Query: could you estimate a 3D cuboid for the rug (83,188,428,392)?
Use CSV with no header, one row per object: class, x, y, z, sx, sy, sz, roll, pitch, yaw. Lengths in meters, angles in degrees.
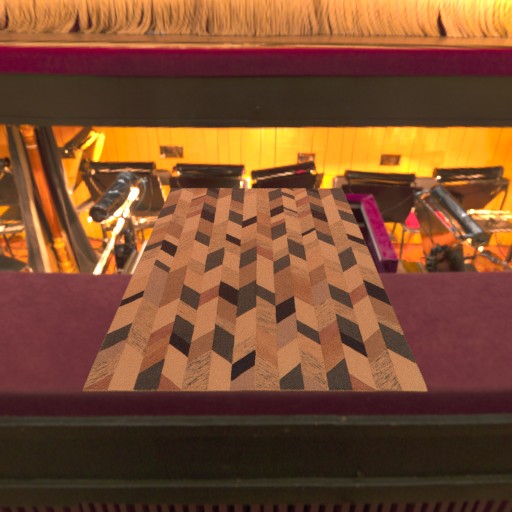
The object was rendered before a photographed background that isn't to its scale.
rug,0.000,0.000,2.309,1.202,0.006,1.813,0,31,0
